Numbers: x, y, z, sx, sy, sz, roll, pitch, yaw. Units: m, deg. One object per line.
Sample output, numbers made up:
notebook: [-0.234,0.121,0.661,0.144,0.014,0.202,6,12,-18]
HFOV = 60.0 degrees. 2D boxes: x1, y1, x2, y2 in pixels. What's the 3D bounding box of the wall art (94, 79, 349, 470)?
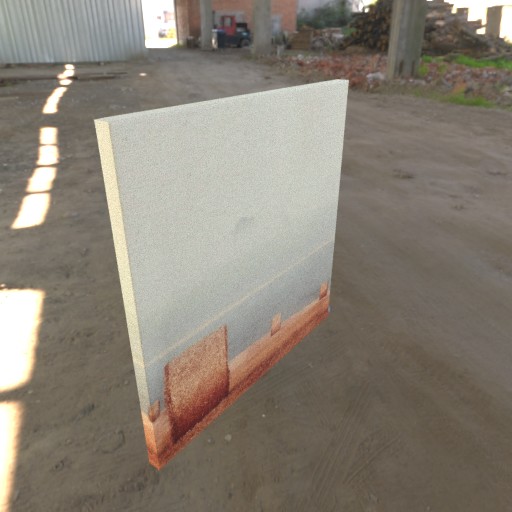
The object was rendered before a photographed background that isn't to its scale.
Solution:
wall art: [0.000,0.000,0.586,0.023,0.405,0.405,19,33,33]
